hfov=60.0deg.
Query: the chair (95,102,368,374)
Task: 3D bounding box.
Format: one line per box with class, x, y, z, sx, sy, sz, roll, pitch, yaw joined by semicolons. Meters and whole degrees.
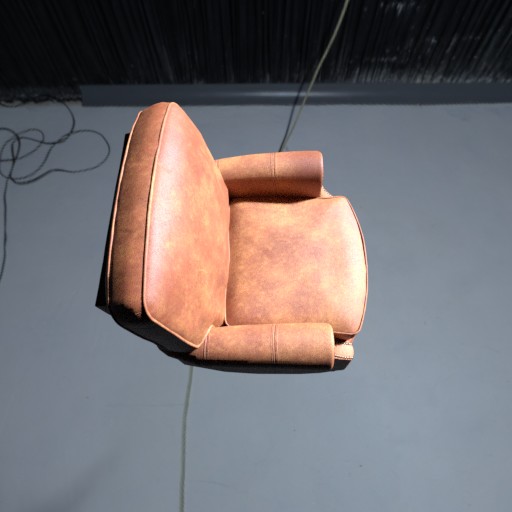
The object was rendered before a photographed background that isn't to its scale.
chair;0.000;0.000;1.810;0.986;1.018;0.936;1;65;0
